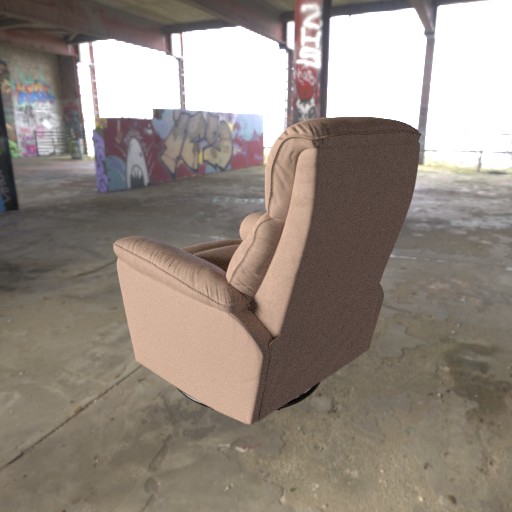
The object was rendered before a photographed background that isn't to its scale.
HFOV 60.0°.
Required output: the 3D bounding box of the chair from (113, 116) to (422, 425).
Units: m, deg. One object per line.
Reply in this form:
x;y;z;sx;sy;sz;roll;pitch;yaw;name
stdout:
0.000;0.000;1.738;0.820;1.037;1.004;-16;23;-43;chair
